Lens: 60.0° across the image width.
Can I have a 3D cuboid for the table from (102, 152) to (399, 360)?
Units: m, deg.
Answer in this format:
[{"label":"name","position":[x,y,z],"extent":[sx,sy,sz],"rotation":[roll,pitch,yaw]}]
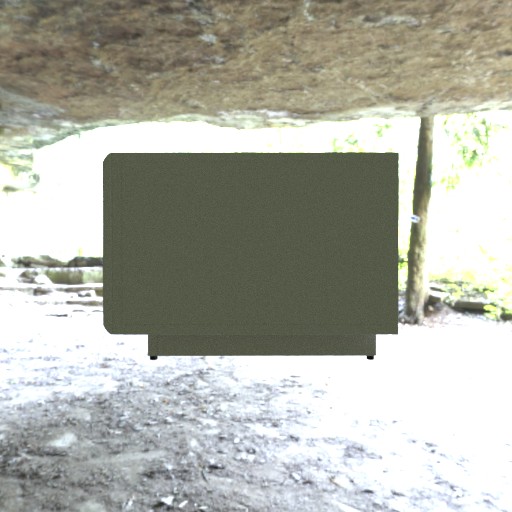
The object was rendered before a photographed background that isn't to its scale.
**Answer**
[{"label":"table","position":[0.000,0.000,1.466],"extent":[0.639,0.442,1.097],"rotation":[0,1,0]}]
